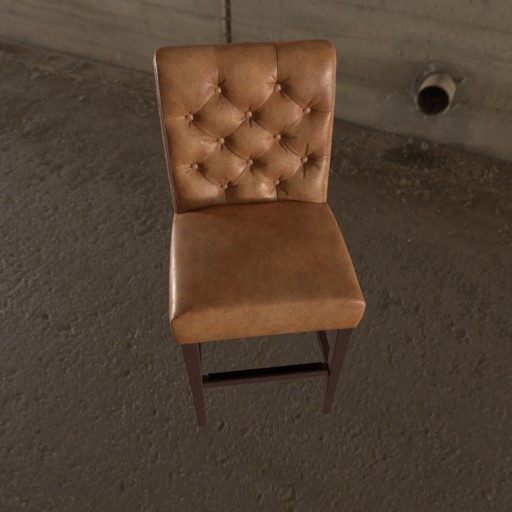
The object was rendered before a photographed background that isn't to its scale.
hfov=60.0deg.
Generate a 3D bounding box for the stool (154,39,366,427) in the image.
[{"bbox_3d":[0.000,0.000,1.334,0.493,1.047,0.601,-5,47,-4],"label":"stool"}]
